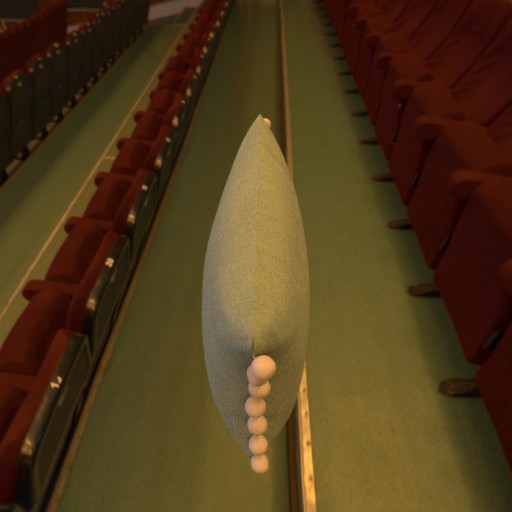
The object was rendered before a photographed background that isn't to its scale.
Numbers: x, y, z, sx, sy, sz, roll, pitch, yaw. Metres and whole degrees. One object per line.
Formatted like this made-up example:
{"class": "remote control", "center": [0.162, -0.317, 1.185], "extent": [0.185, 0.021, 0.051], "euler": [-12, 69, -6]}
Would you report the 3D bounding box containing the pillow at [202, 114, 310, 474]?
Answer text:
{"class": "pillow", "center": [0.000, 0.000, 0.848], "extent": [0.201, 0.322, 0.709], "euler": [1, 40, 1]}
